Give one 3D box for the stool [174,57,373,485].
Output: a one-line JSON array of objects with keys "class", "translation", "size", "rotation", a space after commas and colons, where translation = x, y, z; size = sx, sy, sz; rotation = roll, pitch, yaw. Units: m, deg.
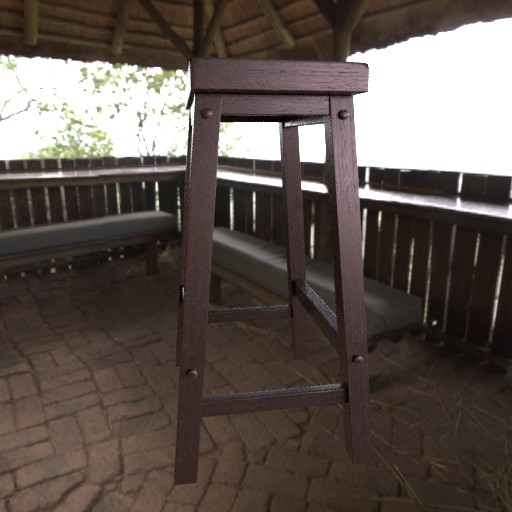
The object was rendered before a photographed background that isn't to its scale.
[{"class": "stool", "translation": [0.000, 0.000, 0.819], "size": [0.322, 0.610, 0.406], "rotation": [-2, 15, -9]}]
